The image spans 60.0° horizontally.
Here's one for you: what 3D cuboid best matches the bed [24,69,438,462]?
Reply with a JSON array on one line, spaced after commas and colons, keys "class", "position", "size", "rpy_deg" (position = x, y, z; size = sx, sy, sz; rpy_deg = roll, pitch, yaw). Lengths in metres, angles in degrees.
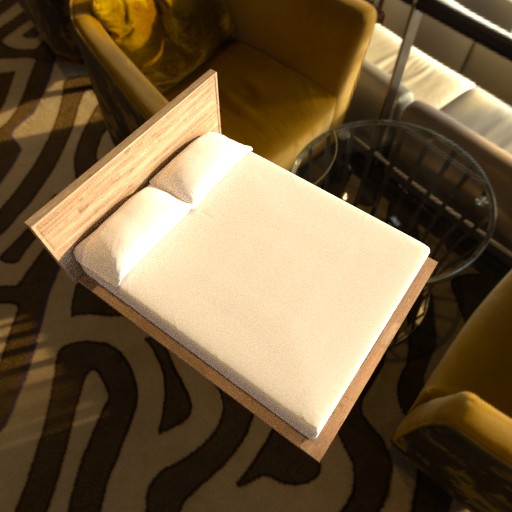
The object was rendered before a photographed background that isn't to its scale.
[{"class": "bed", "position": [0.000, 0.000, 3.137], "size": [2.145, 1.071, 1.759], "rpy_deg": [32, 64, 18]}]
